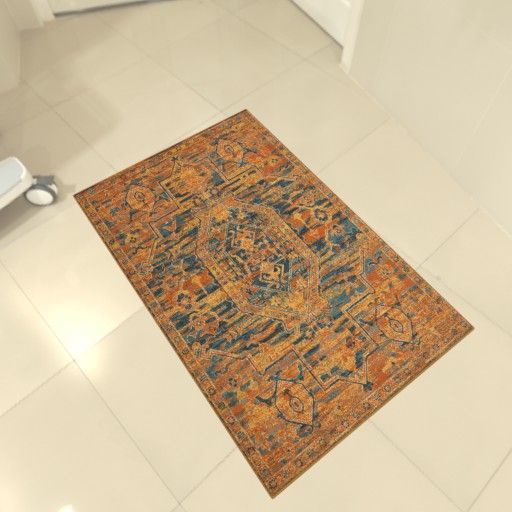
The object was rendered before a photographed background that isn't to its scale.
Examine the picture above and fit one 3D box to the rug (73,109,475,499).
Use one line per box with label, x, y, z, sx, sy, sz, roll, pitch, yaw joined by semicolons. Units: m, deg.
rug;0.000;0.000;1.063;0.557;0.008;0.863;-32;64;-18
